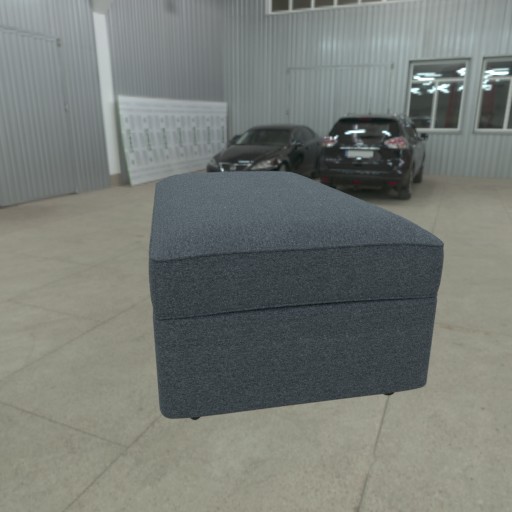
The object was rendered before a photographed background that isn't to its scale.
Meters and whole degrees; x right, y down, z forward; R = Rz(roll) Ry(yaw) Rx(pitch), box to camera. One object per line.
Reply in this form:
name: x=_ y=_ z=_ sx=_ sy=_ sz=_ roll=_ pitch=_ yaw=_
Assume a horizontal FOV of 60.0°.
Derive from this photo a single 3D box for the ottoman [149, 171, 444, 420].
ottoman: x=0.000 y=0.000 z=1.546 sx=0.681 sy=0.494 sz=1.173 roll=-3 pitch=18 yaw=-11
